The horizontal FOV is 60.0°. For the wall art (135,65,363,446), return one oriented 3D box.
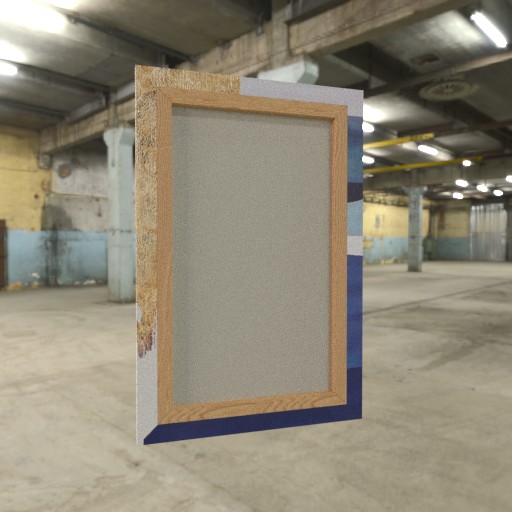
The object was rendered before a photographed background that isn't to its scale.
[{"bbox_3d":[0.000,0.000,1.163,0.607,0.911,0.039,0,1,-17],"label":"wall art"}]
